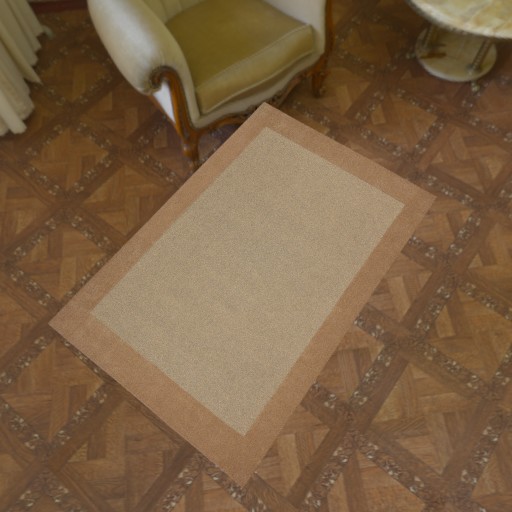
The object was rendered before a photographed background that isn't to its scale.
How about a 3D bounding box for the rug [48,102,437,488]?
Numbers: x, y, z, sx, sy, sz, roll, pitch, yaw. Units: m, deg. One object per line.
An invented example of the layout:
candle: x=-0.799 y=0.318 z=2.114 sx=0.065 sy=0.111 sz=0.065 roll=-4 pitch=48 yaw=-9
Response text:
rug: x=0.000 y=0.000 z=2.363 sx=1.219 sy=0.014 sz=1.829 roll=34 pitch=69 yaw=15
